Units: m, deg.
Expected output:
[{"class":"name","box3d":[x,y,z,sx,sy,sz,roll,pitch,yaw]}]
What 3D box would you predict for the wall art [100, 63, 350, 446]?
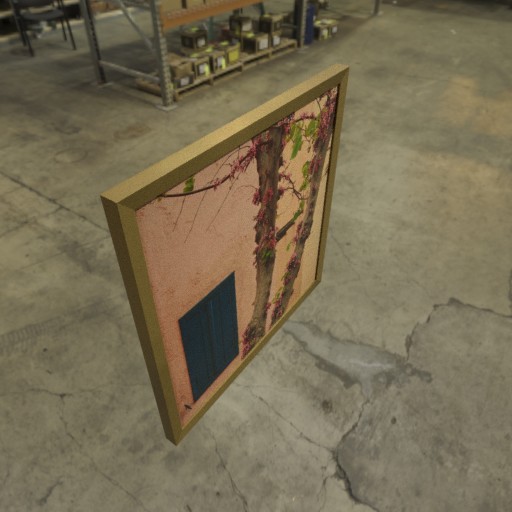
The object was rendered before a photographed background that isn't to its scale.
[{"class":"wall art","box3d":[0.000,0.000,1.152,0.038,0.762,0.762,25,47,26]}]
